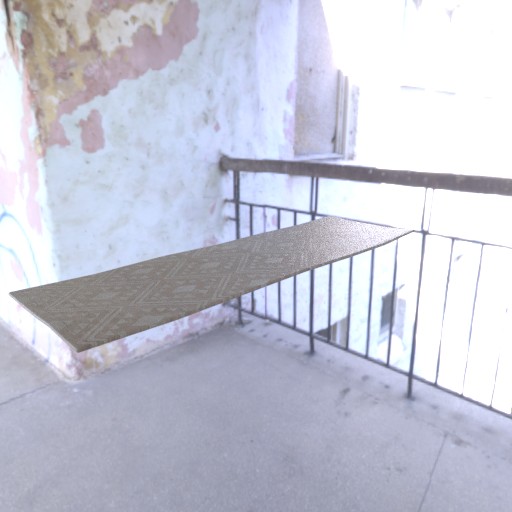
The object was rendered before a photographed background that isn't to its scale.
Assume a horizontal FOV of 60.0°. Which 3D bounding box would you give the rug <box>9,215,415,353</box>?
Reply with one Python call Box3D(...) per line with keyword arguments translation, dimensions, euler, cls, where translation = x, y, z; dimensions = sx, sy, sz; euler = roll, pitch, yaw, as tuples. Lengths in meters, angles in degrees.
Box3D(translation=(0.000, 0.000, 2.597), dimensions=(2.452, 0.051, 0.752), euler=(-16, 23, -42), cls="rug")
